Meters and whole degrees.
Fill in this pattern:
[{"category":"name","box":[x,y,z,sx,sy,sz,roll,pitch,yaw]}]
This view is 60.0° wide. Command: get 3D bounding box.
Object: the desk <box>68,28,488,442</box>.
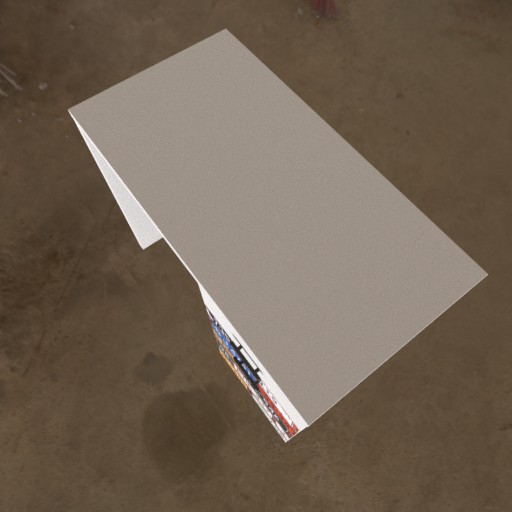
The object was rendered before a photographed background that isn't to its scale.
[{"category":"desk","box":[0.000,0.000,1.304,0.482,0.730,0.898,-35,69,-15]}]
